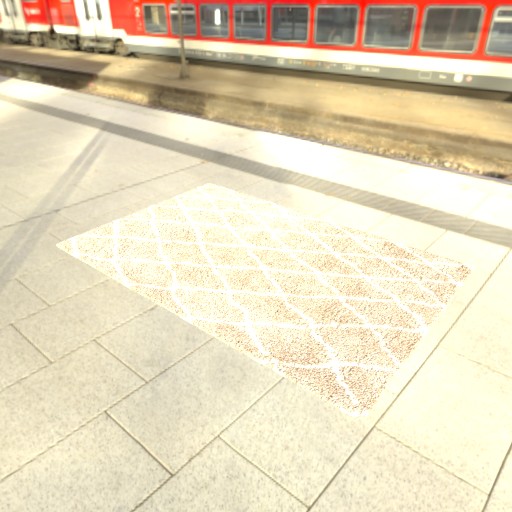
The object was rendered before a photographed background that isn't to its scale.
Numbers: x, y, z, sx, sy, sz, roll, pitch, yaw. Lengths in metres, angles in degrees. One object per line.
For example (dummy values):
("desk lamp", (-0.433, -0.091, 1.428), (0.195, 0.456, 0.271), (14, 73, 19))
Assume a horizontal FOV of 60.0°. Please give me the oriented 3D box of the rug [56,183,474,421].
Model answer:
("rug", (0.000, 0.000, 3.438), (2.743, 0.030, 1.778), (22, 37, 33))
